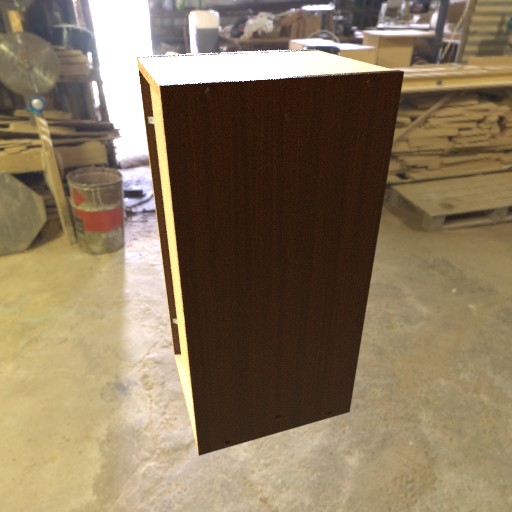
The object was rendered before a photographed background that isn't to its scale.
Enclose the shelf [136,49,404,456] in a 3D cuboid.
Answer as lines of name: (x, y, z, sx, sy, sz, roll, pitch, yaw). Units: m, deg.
shelf: (0.000, 0.000, 0.745, 0.290, 0.600, 0.253, -10, 32, -16)
